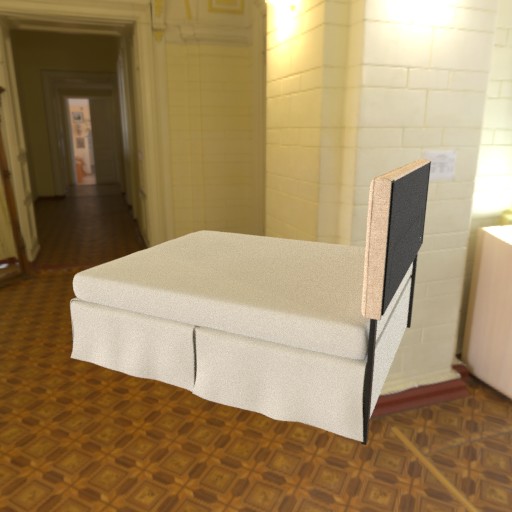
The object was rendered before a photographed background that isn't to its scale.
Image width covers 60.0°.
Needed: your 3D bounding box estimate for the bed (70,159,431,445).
[{"bbox_3d":[0.000,0.000,3.031,1.978,1.270,1.643,7,17,25],"label":"bed"}]
